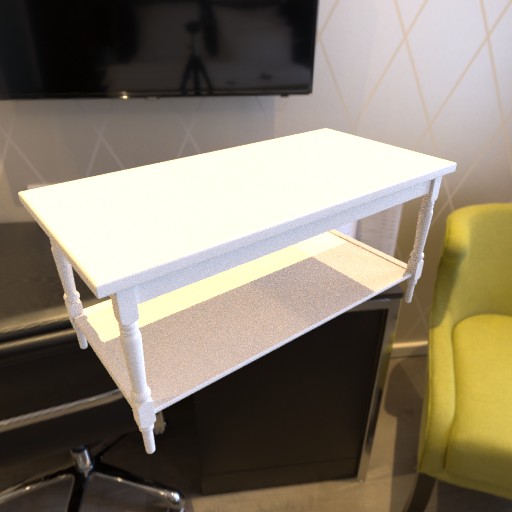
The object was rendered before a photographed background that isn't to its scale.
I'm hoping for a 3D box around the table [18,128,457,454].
[{"bbox_3d":[0.000,0.000,1.356,1.107,0.510,0.550,-21,36,-32],"label":"table"}]
